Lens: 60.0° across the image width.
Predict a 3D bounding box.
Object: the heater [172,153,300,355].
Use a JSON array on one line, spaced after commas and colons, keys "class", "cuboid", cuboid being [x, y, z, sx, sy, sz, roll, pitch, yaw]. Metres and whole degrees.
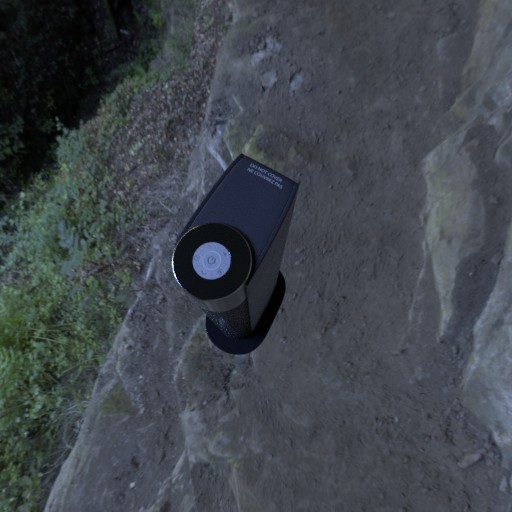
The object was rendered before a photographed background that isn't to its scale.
[{"class": "heater", "cuboid": [0.000, 0.000, 1.043, 0.214, 0.856, 0.458, 29, 78, 7]}]
